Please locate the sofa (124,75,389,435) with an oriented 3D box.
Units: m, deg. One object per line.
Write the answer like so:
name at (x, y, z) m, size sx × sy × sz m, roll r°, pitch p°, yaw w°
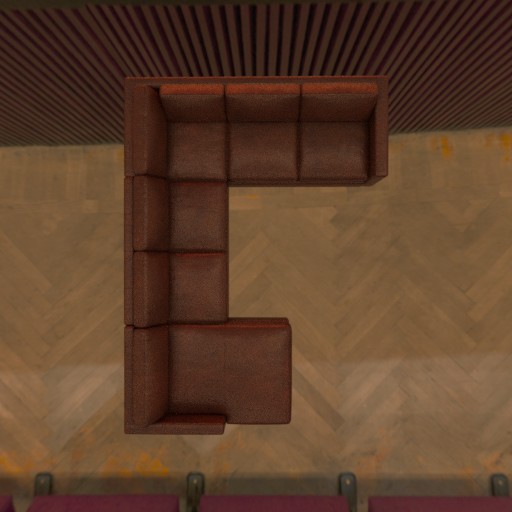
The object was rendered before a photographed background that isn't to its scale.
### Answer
sofa at (0.000, 0.000, 4.387) m, size 2.452 × 0.891 × 3.324 m, roll 0°, pitch 90°, yaw 1°
